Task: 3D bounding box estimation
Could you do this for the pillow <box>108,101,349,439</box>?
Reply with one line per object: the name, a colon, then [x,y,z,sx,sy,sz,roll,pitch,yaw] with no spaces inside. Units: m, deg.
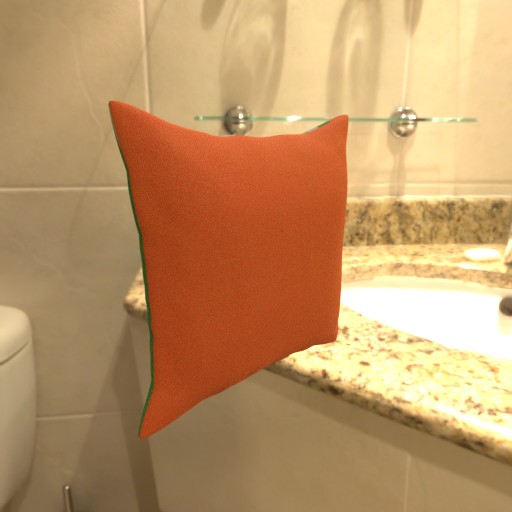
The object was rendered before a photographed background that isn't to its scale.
pillow: [0.000,0.000,0.702,0.453,0.444,0.169,-14,21,-42]
